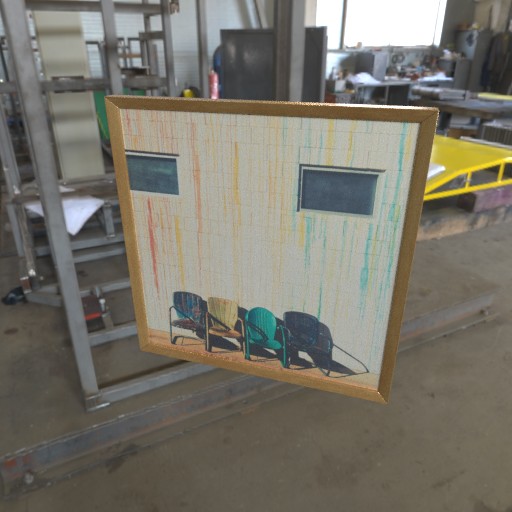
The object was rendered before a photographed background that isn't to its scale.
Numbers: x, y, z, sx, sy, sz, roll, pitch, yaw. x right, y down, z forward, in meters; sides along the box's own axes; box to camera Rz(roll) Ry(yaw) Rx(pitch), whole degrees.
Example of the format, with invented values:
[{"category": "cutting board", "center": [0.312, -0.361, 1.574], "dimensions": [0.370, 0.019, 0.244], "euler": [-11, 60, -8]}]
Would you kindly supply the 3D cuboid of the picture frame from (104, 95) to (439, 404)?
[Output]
[{"category": "picture frame", "center": [0.000, 0.000, 1.147], "dimensions": [0.758, 0.761, 0.037], "euler": [8, 27, 16]}]
